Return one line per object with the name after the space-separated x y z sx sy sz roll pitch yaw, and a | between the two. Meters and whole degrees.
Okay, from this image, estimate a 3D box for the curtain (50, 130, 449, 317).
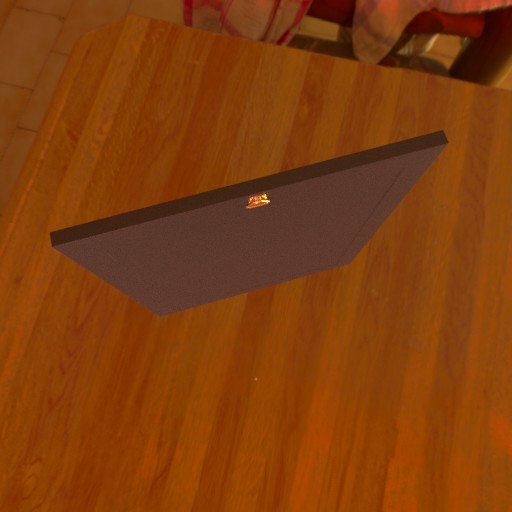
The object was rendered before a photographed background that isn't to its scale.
0.000 0.000 0.803 0.483 0.585 0.027 -15 75 -4 | curtain
